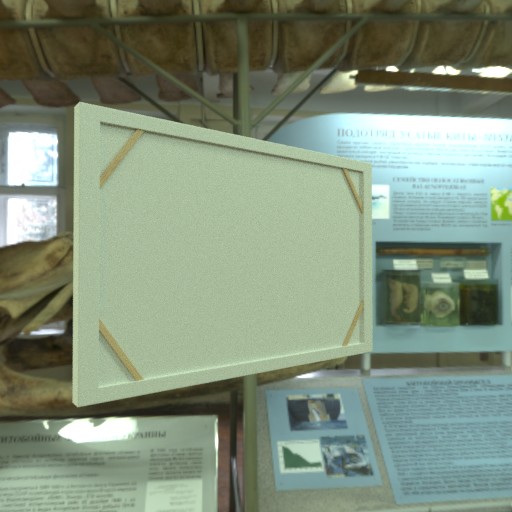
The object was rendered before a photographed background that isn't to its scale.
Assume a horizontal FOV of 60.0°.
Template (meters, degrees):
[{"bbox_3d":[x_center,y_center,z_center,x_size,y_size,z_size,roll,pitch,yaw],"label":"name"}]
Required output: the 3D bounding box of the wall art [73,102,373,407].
[{"bbox_3d":[0.000,0.000,1.174,0.914,0.609,0.038,1,-1,-37],"label":"wall art"}]
